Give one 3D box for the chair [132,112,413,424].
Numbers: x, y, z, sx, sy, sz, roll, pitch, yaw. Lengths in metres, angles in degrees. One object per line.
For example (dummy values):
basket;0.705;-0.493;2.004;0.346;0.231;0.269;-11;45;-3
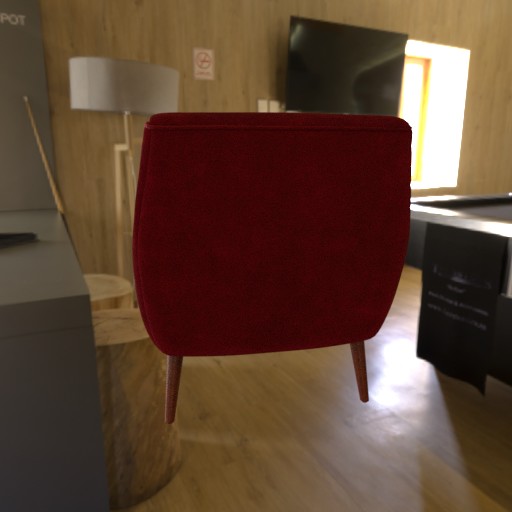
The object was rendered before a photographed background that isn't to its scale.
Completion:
chair;0.000;0.000;1.437;0.762;0.838;0.787;-3;14;-10
